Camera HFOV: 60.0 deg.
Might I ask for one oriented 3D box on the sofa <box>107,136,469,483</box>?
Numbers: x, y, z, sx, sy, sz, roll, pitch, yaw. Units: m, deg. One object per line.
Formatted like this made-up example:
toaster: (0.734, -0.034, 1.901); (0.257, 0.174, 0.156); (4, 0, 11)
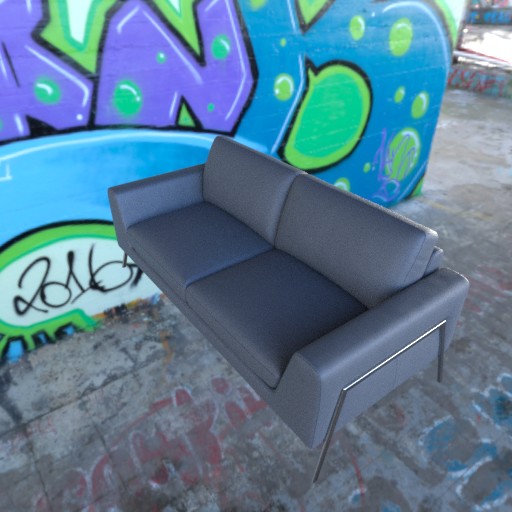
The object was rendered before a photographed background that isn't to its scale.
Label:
sofa: (0.000, 0.000, 2.529); (0.953, 0.875, 2.017); (-22, 39, -30)
